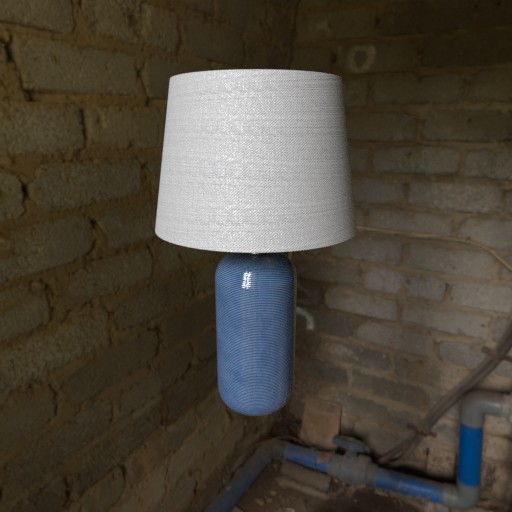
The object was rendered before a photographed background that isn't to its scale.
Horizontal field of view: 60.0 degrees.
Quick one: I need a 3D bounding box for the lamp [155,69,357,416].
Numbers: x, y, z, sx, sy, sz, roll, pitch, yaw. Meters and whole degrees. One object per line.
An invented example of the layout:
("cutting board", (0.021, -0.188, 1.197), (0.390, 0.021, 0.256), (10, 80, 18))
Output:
("lamp", (0.000, 0.000, 0.579), (0.253, 0.428, 0.253), (0, 16, 0))
